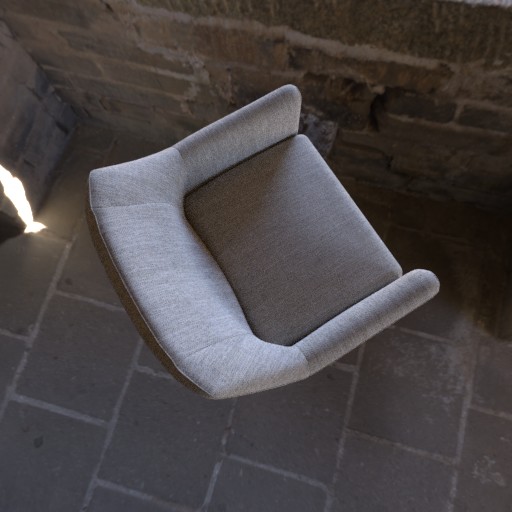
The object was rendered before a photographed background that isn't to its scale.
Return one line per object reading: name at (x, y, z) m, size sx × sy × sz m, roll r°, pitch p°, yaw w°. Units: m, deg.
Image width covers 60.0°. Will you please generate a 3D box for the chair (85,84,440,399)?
chair at (0.000, 0.000, 1.429) m, size 0.758 × 0.761 × 0.796 m, roll -30°, pitch 76°, yaw -8°
